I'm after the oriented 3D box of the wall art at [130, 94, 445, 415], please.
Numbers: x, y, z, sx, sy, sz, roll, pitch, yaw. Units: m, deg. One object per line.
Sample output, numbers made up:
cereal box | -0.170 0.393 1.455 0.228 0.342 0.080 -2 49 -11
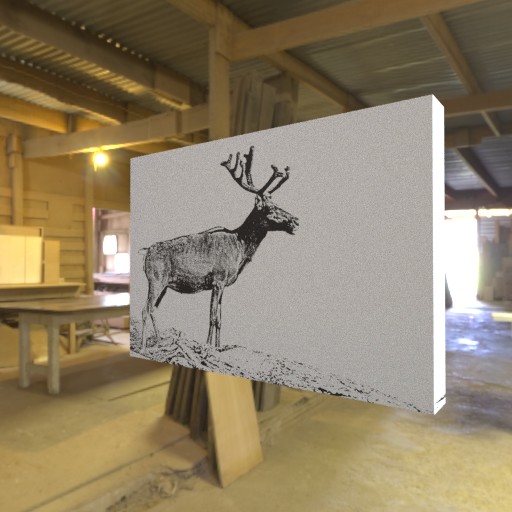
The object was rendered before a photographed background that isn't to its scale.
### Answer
wall art | 0.000 0.000 0.484 0.381 0.259 0.038 -1 -1 36
